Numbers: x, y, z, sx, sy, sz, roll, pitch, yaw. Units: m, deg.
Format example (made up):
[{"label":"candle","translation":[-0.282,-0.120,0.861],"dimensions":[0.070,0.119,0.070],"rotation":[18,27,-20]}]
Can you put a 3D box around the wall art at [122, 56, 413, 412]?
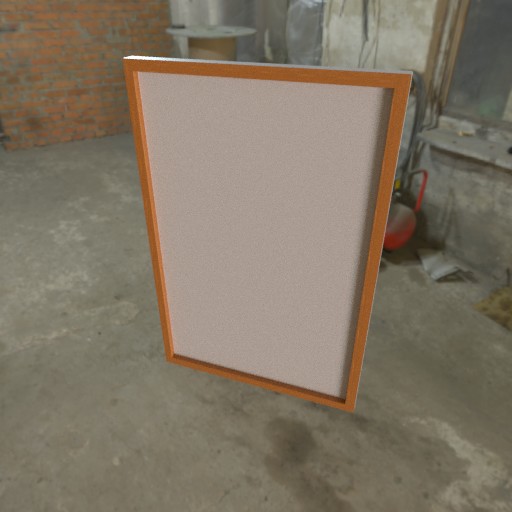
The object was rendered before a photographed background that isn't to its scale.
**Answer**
[{"label":"wall art","translation":[0.000,0.000,1.140],"dimensions":[0.610,0.916,0.037],"rotation":[10,33,16]}]
